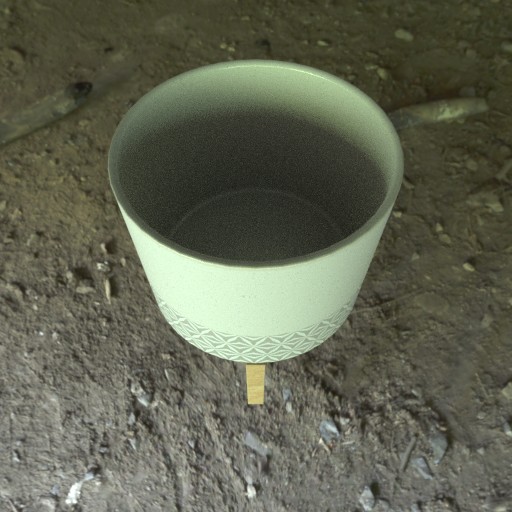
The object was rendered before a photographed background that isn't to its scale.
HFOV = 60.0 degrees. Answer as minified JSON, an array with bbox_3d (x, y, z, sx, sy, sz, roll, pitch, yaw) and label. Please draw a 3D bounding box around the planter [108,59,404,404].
[{"bbox_3d":[0.000,0.000,0.394,0.188,0.260,0.188,0,56,0],"label":"planter"}]
